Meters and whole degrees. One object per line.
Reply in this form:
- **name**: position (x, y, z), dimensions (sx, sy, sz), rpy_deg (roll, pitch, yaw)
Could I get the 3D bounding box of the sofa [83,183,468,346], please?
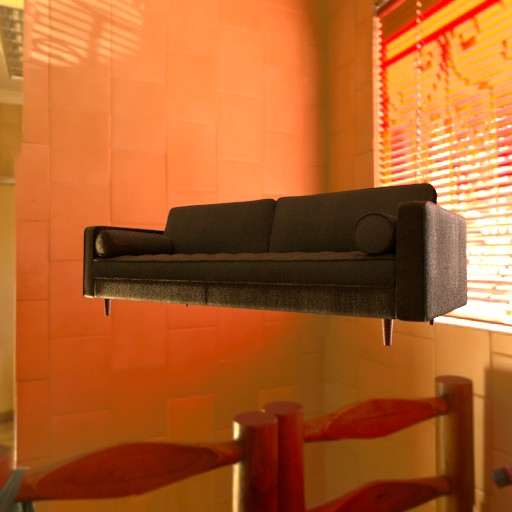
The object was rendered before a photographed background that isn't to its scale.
- **sofa**: position (0.000, 0.000, 2.666), dimensions (2.199, 0.769, 0.918), rpy_deg (-1, -1, 35)
